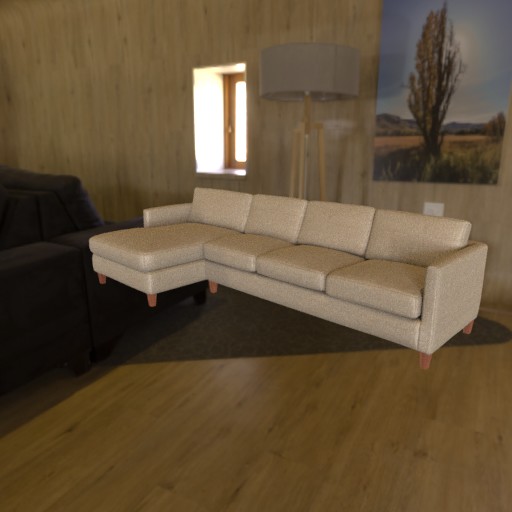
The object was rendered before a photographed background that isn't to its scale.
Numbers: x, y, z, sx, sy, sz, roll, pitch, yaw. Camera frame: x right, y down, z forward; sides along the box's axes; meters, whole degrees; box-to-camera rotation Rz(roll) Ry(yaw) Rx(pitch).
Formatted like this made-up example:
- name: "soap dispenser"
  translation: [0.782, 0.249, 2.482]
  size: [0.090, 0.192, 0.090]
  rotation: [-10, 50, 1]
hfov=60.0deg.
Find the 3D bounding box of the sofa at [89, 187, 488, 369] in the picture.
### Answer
- name: "sofa"
  translation: [0.000, 0.000, 3.761]
  size: [3.201, 0.876, 1.502]
  rotation: [14, 20, 43]
